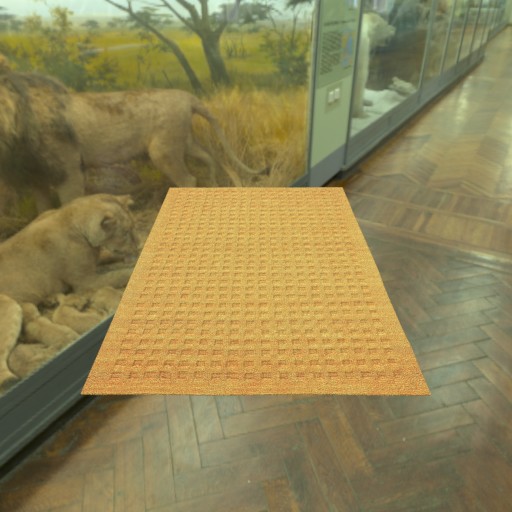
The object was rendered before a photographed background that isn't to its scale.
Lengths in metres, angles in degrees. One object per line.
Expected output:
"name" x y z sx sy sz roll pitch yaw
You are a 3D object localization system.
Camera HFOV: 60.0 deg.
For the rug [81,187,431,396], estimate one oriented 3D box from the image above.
"rug" 0.000 0.000 2.185 1.143 0.006 1.747 0 31 0
